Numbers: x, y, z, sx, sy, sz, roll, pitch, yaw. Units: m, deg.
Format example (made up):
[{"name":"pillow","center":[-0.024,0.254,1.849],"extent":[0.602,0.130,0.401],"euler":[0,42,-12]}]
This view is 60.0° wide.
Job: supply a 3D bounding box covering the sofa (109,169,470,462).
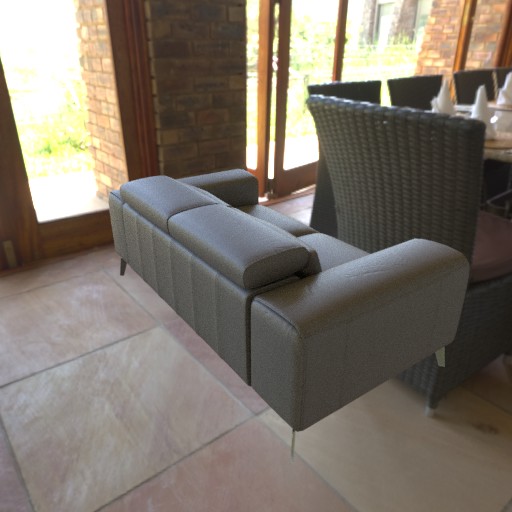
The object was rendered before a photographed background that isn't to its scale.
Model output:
[{"name":"sofa","center":[0.000,0.000,2.489],"extent":[1.024,0.753,1.930],"euler":[-17,30,-31]}]
